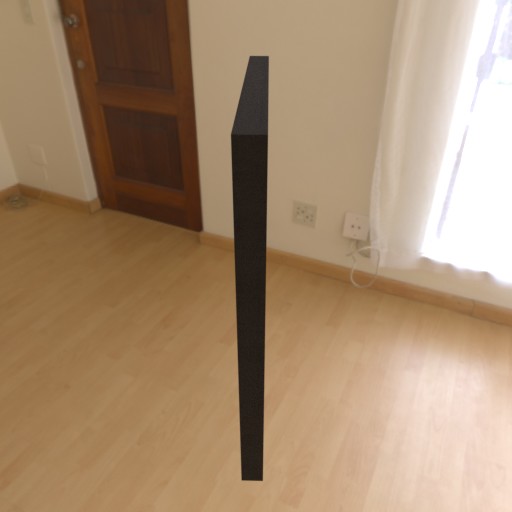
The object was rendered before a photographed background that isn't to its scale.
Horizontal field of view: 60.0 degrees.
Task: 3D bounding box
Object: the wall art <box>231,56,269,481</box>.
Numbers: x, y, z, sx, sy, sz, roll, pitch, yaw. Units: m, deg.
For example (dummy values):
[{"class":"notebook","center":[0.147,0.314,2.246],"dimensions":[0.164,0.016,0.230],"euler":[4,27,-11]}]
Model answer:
[{"class":"wall art","center":[0.000,0.000,0.743],"dimensions":[0.034,0.552,0.455],"euler":[1,33,1]}]
